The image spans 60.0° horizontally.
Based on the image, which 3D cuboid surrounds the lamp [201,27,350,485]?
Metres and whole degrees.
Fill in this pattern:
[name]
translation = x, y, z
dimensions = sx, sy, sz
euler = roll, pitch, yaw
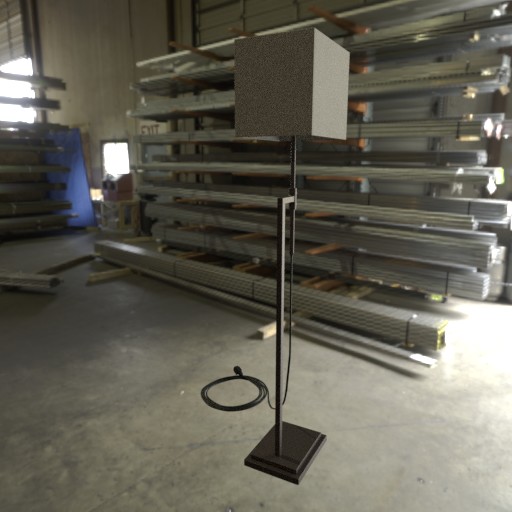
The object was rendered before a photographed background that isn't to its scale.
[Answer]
[lamp]
translation = 0.000, 0.000, 1.965
dimensions = 0.774, 1.600, 0.698
euler = 6, 14, 28
